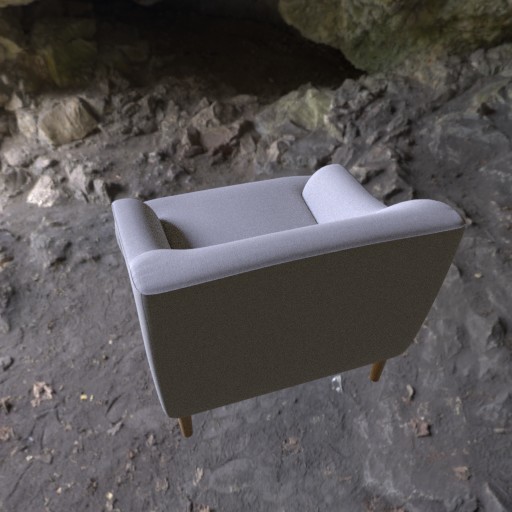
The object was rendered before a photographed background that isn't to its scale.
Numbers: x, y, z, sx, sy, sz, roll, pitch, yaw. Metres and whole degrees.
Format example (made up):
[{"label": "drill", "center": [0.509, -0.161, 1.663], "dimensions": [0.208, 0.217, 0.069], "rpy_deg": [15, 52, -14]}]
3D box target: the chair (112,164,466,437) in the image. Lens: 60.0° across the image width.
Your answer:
[{"label": "chair", "center": [0.000, 0.000, 1.572], "dimensions": [0.946, 0.818, 0.951], "rpy_deg": [-12, 42, -13]}]
